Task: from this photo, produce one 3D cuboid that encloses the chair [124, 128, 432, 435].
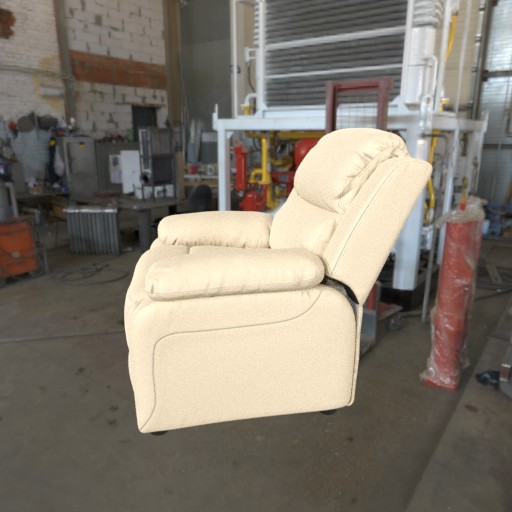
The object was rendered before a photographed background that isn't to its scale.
[{"bbox_3d":[0.000,0.000,1.262,0.709,0.702,0.680,-2,16,-9],"label":"chair"}]
